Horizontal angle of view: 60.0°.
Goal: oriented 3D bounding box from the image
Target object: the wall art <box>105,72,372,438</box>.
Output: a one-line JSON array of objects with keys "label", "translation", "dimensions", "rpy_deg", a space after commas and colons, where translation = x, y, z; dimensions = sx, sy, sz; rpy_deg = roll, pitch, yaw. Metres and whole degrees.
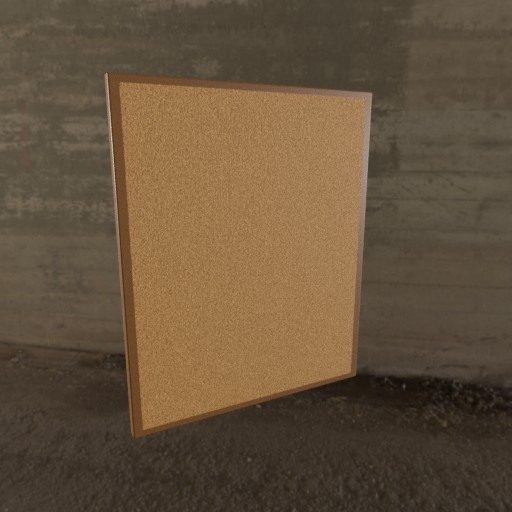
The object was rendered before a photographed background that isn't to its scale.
[{"label": "wall art", "translation": [0.000, 0.000, 0.753], "dimensions": [0.449, 0.550, 0.021], "rpy_deg": [-7, 15, -26]}]
